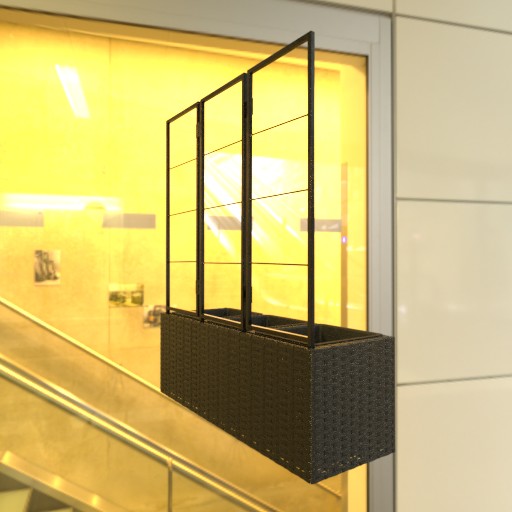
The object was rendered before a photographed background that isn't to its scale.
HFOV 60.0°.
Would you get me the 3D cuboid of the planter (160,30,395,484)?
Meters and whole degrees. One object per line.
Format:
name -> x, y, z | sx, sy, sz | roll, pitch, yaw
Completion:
planter -> 0.000, 0.000, 1.163 | 0.244, 0.841, 0.698 | 0, 0, -35
